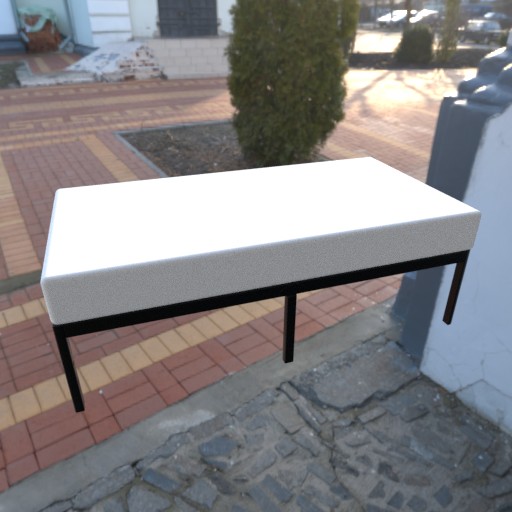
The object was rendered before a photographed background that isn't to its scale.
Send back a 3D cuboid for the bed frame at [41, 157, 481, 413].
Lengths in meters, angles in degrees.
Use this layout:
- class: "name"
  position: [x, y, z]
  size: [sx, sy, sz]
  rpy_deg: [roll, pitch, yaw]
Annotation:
- class: "bed frame"
  position: [0.000, 0.000, 2.404]
  size: [1.950, 0.659, 1.023]
  rpy_deg: [-9, 30, -16]
